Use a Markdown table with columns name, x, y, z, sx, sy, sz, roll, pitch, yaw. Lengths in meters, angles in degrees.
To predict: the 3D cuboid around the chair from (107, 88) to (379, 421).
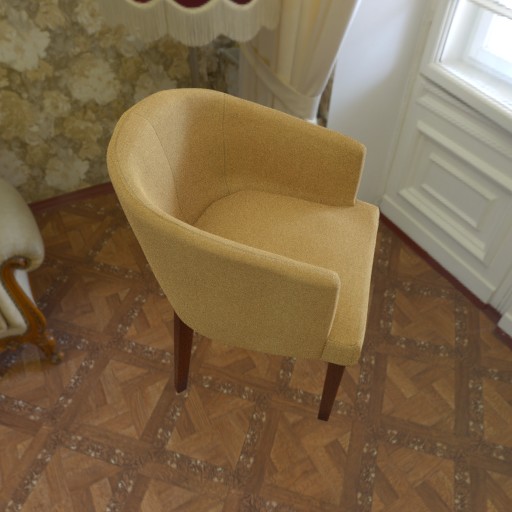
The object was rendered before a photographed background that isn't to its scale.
| name | x | y | z | sx | sy | sz | roll | pitch | yaw |
| --- | --- | --- | --- | --- | --- | --- | --- | --- | --- |
| chair | 0.000 | 0.000 | 1.272 | 0.655 | 0.811 | 0.583 | 11 | 48 | 11 |
